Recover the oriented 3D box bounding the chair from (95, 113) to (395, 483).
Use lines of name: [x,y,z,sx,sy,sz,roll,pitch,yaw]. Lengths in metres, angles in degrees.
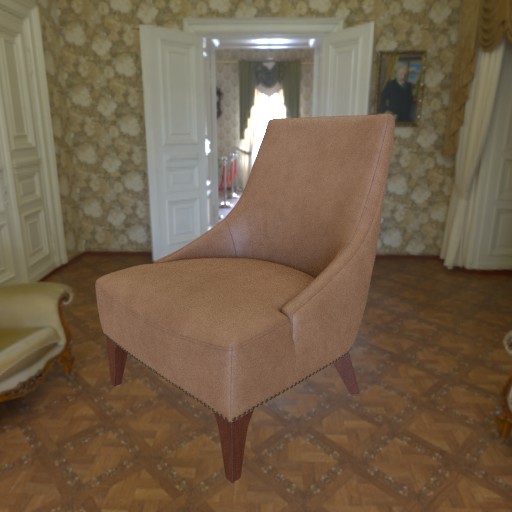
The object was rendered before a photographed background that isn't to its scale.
chair: [0.000,0.000,1.471,0.861,0.909,0.701,-14,21,-42]
